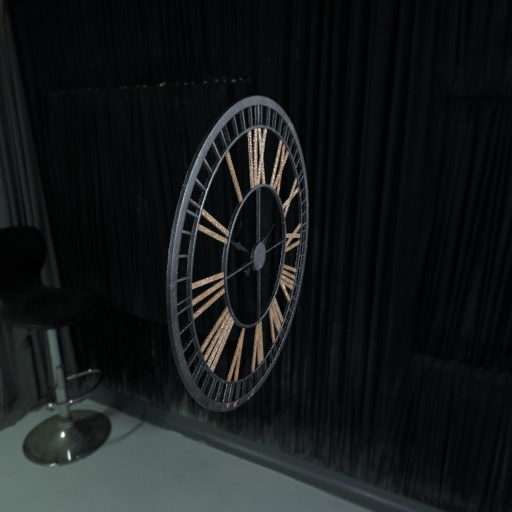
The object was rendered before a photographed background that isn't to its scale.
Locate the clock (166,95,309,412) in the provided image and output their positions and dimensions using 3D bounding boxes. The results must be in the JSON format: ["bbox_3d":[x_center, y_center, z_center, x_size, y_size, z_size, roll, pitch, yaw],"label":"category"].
[{"bbox_3d":[0.000,0.000,1.238,0.025,0.843,0.843,8,19,24],"label":"clock"}]
